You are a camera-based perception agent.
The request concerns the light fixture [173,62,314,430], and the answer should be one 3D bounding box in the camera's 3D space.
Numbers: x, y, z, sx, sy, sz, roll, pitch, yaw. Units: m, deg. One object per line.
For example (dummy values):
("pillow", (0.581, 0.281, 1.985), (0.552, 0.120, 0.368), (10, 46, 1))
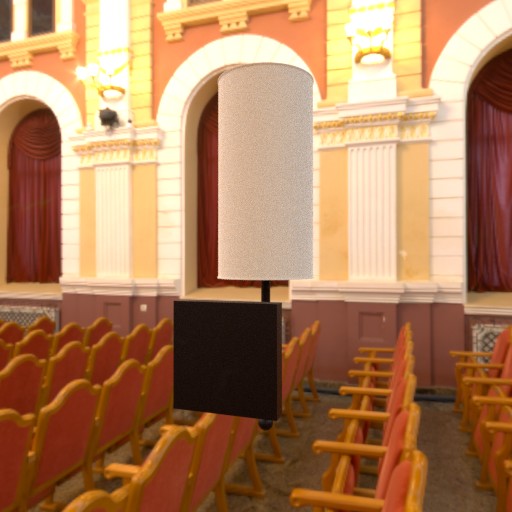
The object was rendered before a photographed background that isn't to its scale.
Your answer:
("light fixture", (0.000, 0.000, 0.552), (0.128, 0.462, 0.208), (0, 0, 19))
